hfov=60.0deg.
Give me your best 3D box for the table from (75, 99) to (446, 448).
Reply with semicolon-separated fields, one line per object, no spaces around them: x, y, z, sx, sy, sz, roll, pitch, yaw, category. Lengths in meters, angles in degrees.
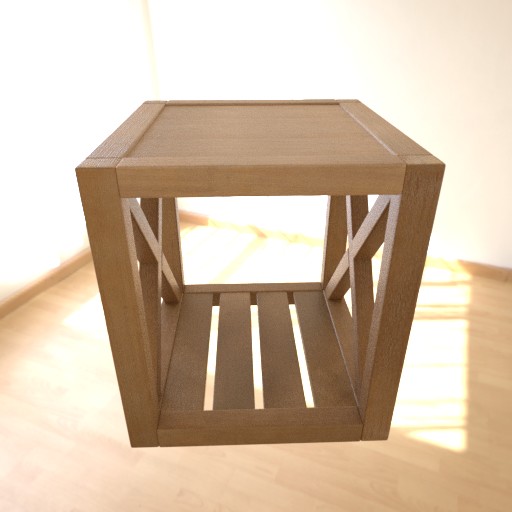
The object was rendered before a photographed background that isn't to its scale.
0.000;0.000;1.039;0.558;0.610;0.559;-1;29;-2;table
